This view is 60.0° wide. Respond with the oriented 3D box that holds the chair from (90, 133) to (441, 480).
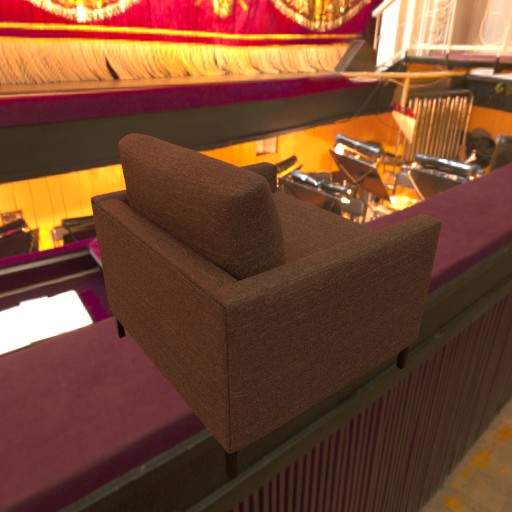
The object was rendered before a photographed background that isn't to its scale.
[{"bbox_3d":[0.000,0.000,1.597,0.845,0.841,0.940,-19,32,-33],"label":"chair"}]
